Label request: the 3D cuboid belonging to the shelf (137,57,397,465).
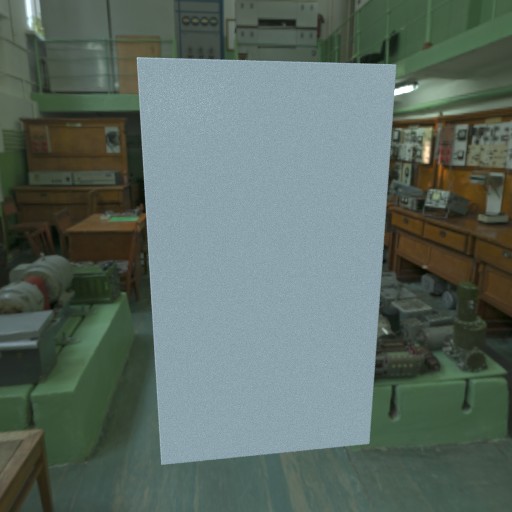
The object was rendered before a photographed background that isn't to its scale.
[{"bbox_3d":[0.000,0.000,0.795,0.350,0.600,0.290,-2,14,-8],"label":"shelf"}]
